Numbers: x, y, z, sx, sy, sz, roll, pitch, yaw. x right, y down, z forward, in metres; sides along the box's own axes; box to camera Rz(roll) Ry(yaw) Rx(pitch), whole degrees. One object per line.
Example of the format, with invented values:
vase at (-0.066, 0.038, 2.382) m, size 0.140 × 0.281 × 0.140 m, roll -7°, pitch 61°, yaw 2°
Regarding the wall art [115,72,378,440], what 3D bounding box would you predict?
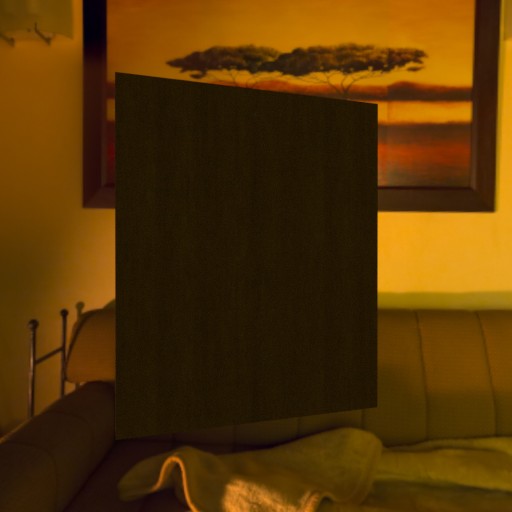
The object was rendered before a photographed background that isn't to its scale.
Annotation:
wall art at (0.000, 0.000, 0.752) m, size 0.455 × 0.552 × 0.034 m, roll 0°, pitch 0°, yaw -18°
